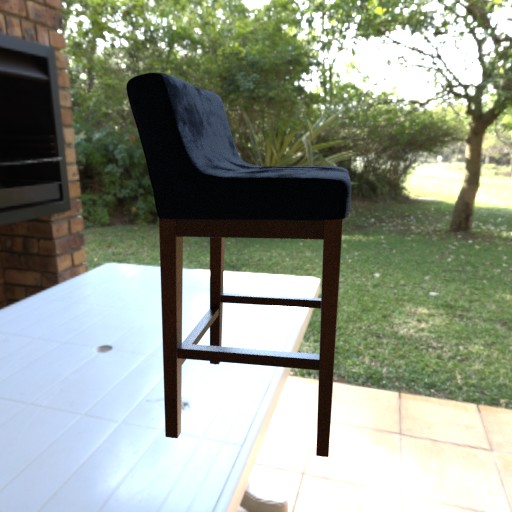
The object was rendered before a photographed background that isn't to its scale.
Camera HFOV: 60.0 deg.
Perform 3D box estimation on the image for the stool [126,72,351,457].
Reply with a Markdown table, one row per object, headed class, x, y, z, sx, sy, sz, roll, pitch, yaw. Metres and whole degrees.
| class | x | y | z | sx | sy | sz | roll | pitch | yaw |
| --- | --- | --- | --- | --- | --- | --- | --- | --- | --- |
| stool | 0.000 | 0.000 | 1.284 | 0.516 | 0.945 | 0.511 | 3 | 14 | 10 |
